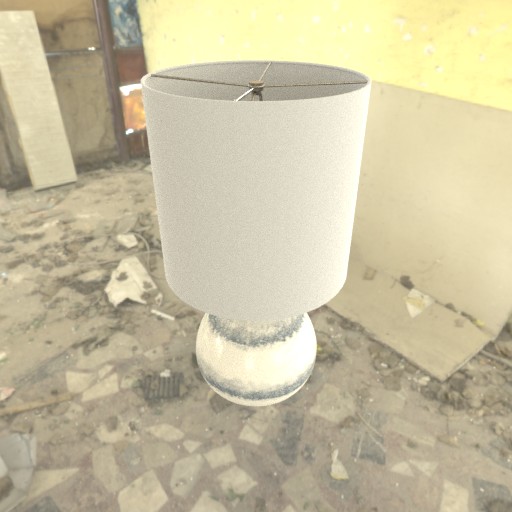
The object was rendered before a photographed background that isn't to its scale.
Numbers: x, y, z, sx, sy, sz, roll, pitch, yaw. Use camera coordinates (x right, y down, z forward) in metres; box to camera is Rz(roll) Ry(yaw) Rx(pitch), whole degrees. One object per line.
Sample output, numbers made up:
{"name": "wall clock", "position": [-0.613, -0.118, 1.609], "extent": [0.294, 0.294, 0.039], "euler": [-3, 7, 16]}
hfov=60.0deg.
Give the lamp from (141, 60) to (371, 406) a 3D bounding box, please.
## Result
{"name": "lamp", "position": [0.000, 0.000, 0.530], "extent": [0.216, 0.404, 0.216], "euler": [-11, 33, -18]}
